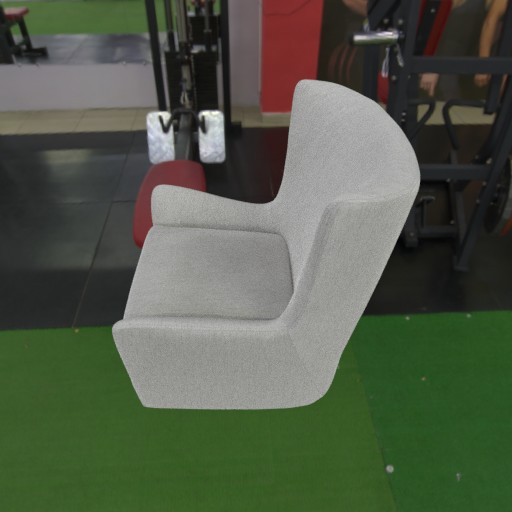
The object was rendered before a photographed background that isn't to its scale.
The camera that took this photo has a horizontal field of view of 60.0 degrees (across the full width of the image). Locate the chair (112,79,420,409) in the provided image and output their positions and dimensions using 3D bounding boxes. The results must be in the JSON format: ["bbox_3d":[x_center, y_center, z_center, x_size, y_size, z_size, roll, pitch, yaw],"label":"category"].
[{"bbox_3d":[0.000,0.000,1.608,0.904,1.000,0.779,-1,41,-1],"label":"chair"}]
